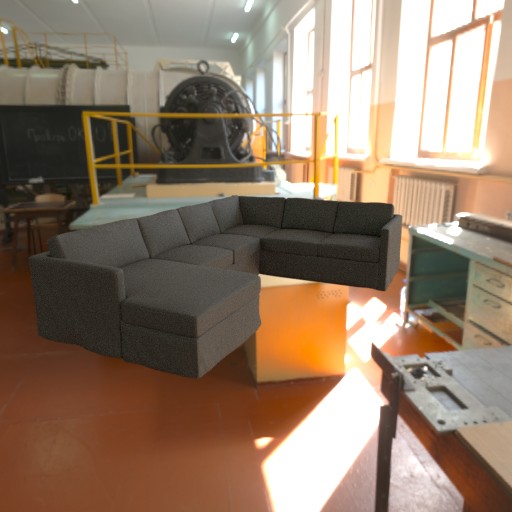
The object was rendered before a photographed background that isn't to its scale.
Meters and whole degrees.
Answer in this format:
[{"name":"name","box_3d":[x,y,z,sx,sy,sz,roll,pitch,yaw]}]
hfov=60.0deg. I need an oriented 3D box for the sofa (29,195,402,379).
[{"name":"sofa","box_3d":[0.000,0.000,4.638,2.476,0.878,3.528,7,16,25]}]
